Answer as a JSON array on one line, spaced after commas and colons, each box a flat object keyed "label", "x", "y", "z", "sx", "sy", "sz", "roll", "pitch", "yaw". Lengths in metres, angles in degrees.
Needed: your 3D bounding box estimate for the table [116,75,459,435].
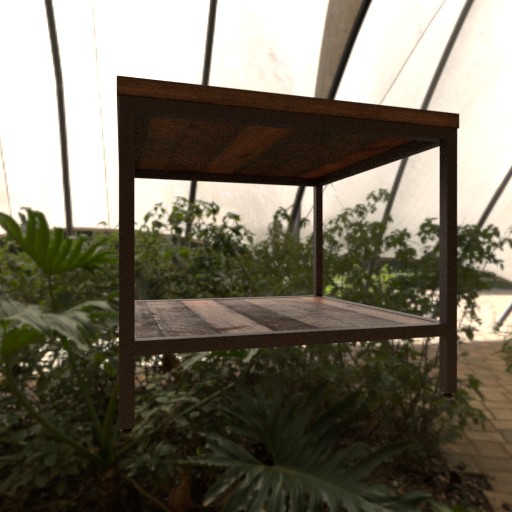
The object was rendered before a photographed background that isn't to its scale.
[{"label": "table", "x": 0.000, "y": 0.000, "z": 0.930, "sx": 0.553, "sy": 0.482, "sz": 0.548, "roll": 0, "pitch": 0, "yaw": -17}]
